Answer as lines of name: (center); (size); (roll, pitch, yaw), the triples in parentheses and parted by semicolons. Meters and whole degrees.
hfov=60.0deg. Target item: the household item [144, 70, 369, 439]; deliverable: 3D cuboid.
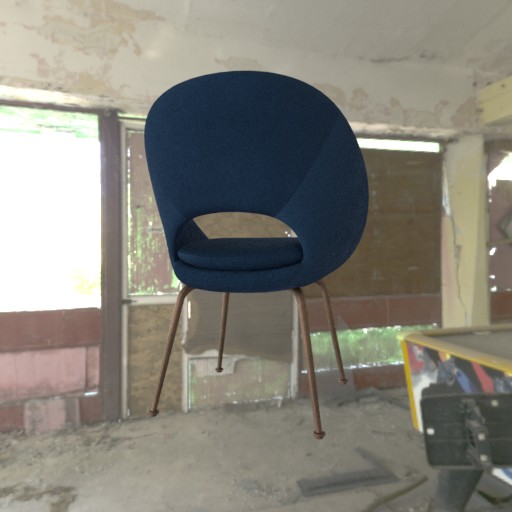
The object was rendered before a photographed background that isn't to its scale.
household item: (0.000, 0.000, 1.276); (0.623, 0.852, 0.573); (0, 1, 18)
